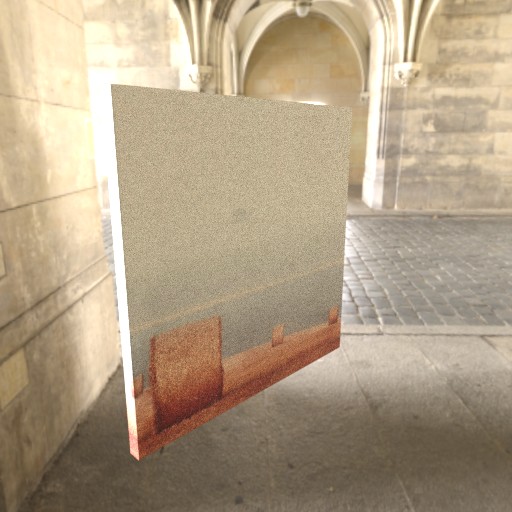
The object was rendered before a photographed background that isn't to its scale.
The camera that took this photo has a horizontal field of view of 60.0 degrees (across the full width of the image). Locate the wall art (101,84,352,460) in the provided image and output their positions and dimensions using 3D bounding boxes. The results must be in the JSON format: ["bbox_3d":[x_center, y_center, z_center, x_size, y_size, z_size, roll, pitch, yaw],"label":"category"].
[{"bbox_3d":[0.000,0.000,1.134,0.042,0.760,0.760,14,20,43],"label":"wall art"}]
